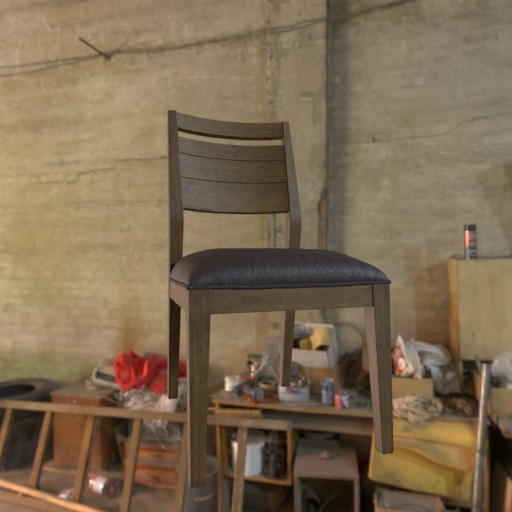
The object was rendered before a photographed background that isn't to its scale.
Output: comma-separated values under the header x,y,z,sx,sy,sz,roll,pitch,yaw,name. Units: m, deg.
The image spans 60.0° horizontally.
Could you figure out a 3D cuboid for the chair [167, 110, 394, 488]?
x,y,z,sx,sy,sz,roll,pitch,yaw,name
0.000,0.000,1.267,0.501,0.939,0.610,0,1,-19,chair
